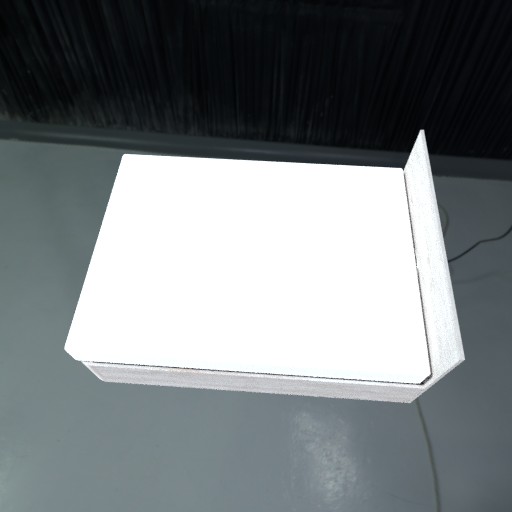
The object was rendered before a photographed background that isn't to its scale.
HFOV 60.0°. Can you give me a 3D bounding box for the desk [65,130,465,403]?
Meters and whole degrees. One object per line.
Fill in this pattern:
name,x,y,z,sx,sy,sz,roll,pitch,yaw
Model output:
desk,0.000,0.000,2.645,1.900,0.800,1.400,3,59,2
